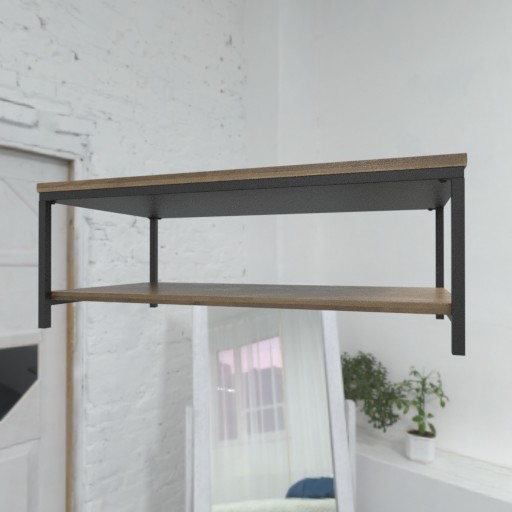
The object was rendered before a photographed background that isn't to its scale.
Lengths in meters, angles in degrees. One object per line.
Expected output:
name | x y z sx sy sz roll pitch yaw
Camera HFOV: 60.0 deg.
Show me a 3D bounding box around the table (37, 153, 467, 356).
table | 0.000 0.000 1.300 1.062 0.393 0.574 0 0 19
